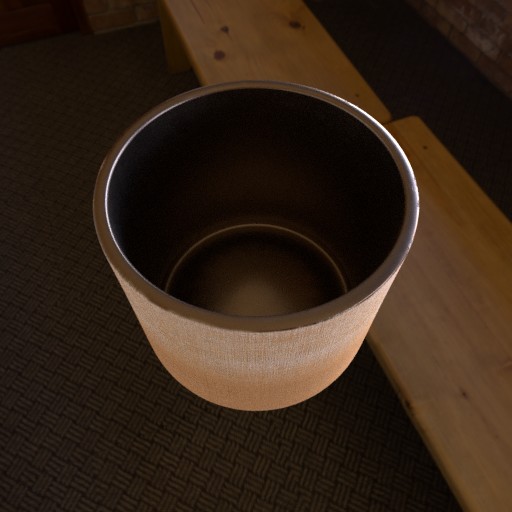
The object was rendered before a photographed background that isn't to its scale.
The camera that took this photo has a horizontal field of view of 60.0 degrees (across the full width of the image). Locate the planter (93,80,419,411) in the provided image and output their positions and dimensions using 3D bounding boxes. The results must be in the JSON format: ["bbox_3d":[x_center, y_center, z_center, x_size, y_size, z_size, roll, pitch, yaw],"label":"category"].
[{"bbox_3d":[0.000,0.000,0.435,0.254,0.221,0.254,0,58,0],"label":"planter"}]
